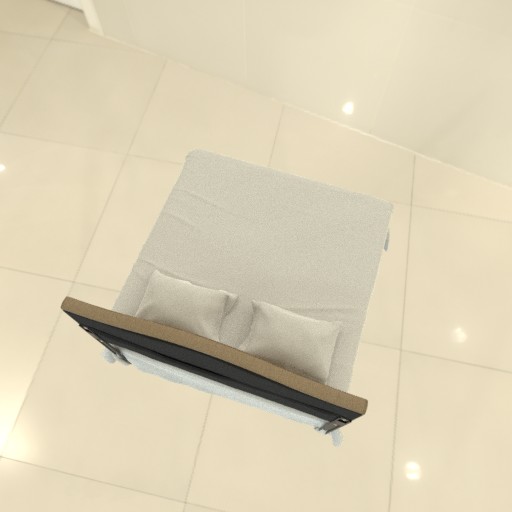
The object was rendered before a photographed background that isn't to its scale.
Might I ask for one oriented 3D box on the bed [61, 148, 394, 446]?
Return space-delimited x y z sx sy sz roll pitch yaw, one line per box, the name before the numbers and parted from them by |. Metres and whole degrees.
bed | 0.000 0.000 3.644 2.311 1.651 2.222 17 66 8
